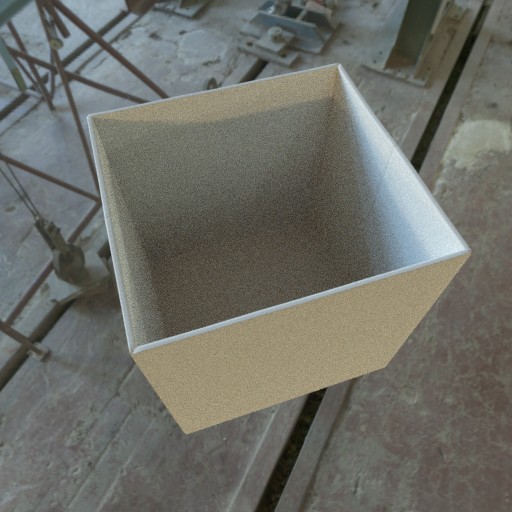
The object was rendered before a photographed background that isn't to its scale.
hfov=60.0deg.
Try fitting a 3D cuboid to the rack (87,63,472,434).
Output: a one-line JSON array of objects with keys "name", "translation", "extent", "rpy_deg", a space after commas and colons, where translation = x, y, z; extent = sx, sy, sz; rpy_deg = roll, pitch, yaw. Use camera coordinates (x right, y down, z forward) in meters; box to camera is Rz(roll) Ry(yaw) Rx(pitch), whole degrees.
[{"name": "rack", "translation": [0.000, 0.000, 0.503], "extent": [0.270, 0.280, 0.270], "rpy_deg": [-15, 59, -10]}]
